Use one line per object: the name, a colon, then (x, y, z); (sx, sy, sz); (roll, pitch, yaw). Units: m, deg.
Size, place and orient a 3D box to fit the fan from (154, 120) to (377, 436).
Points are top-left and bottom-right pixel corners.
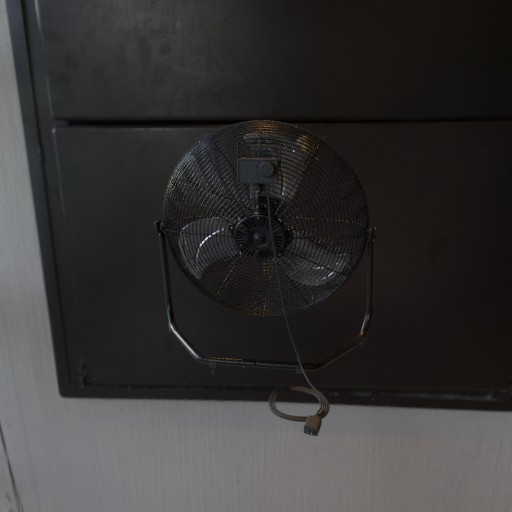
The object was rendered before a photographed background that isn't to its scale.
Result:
fan: (0.000, 0.000, 0.928); (0.555, 0.546, 0.424); (2, 16, 7)
